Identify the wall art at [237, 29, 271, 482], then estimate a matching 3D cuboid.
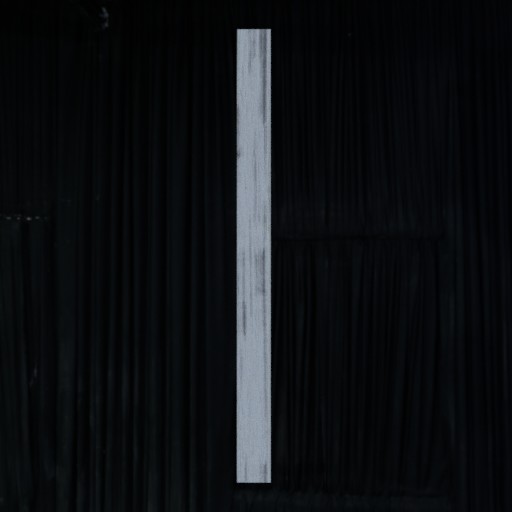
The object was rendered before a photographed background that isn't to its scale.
[{"bbox_3d":[0.000,0.000,0.747,0.038,0.506,0.506,0,0,1],"label":"wall art"}]
